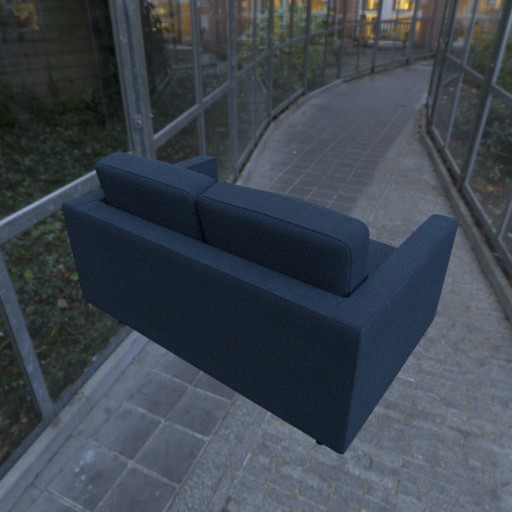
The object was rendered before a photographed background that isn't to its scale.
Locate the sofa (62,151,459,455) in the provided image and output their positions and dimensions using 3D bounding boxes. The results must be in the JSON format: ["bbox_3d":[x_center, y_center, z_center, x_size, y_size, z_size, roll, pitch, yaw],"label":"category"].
[{"bbox_3d":[0.000,0.000,2.112,1.518,0.930,0.999,21,36,32],"label":"sofa"}]
